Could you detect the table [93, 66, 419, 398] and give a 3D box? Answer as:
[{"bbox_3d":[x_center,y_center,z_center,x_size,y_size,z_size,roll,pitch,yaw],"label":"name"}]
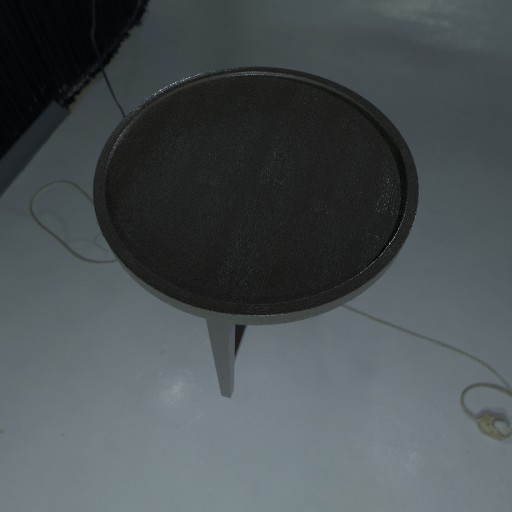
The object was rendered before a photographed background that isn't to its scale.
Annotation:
[{"bbox_3d":[0.000,0.000,0.917,0.500,0.531,0.500,0,59,0],"label":"table"}]
